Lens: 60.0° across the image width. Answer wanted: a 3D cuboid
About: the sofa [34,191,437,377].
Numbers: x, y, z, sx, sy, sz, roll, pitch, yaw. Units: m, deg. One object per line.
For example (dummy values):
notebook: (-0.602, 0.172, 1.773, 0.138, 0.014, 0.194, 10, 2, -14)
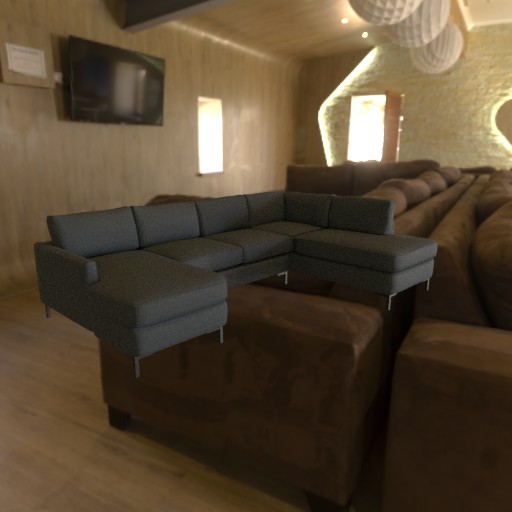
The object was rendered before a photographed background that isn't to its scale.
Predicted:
sofa: (0.000, 0.000, 3.833, 1.984, 0.858, 2.975, 13, 19, 43)
